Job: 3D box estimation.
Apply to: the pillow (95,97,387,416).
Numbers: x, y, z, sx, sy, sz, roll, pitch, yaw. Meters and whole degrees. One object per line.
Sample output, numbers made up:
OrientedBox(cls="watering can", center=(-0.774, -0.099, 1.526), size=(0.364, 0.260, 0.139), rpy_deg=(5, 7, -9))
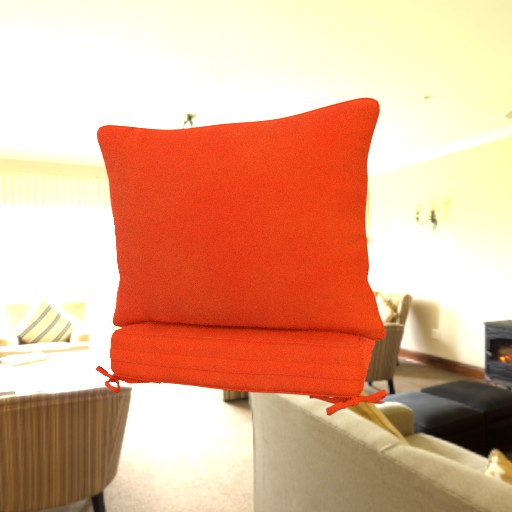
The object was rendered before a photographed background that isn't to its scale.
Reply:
OrientedBox(cls="pillow", center=(0.000, 0.000, 1.391), size=(0.798, 0.725, 0.733), rpy_deg=(0, -1, 18))
